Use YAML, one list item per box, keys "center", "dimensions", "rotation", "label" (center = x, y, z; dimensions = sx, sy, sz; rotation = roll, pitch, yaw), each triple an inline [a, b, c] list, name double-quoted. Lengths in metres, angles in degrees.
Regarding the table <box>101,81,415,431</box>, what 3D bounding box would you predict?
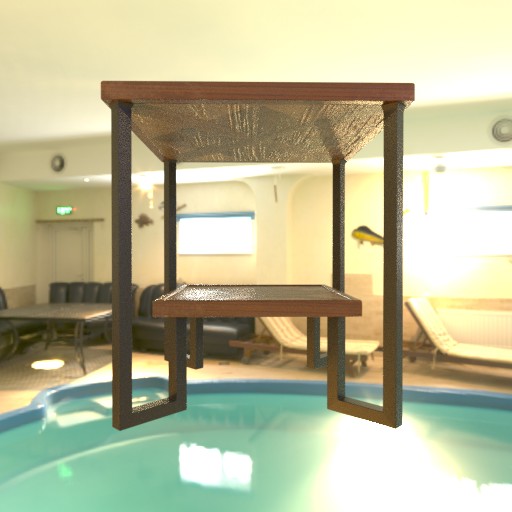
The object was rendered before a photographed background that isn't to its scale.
- center: [0.000, 0.000, 0.961]
  dimensions: [0.503, 0.563, 0.503]
  rotation: [0, 1, -1]
  label: "table"
